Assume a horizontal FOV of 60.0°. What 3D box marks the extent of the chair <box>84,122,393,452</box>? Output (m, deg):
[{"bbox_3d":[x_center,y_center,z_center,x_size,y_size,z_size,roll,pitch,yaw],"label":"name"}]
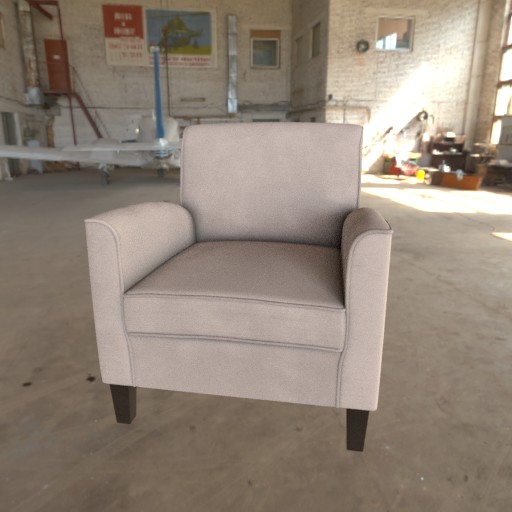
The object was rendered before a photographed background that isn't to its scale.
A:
[{"bbox_3d":[0.000,0.000,1.551,0.820,0.915,0.821,3,16,10],"label":"chair"}]
